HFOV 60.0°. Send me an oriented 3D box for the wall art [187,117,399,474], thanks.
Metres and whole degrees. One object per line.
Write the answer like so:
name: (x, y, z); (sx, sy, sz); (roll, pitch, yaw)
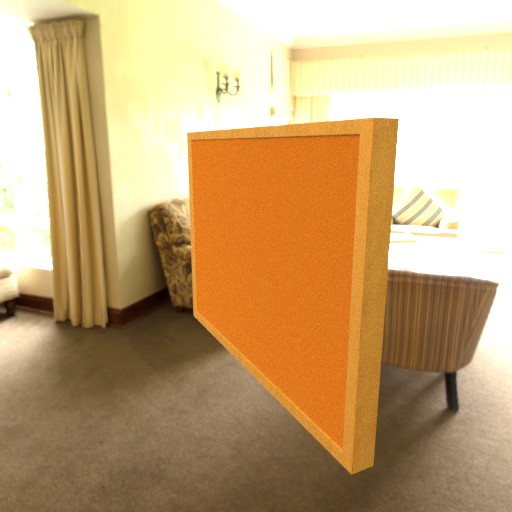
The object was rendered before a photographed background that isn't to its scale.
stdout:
wall art: (0.000, 0.000, 0.685); (0.032, 0.380, 0.532); (-7, 16, -26)
